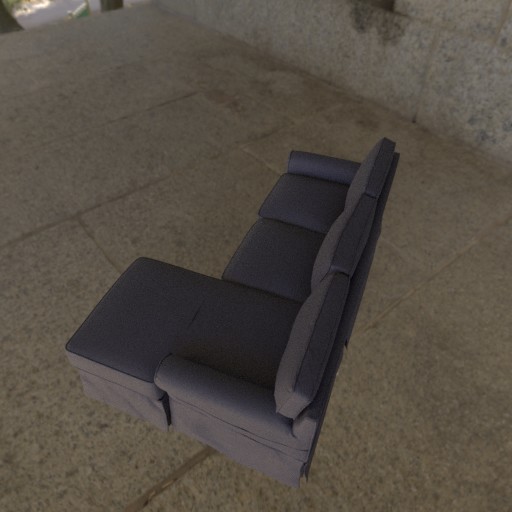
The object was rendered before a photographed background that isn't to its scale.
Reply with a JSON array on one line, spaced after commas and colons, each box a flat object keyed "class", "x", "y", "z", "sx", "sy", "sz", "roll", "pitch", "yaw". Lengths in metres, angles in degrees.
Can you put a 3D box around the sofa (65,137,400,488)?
[{"class": "sofa", "x": 0.000, "y": 0.000, "z": 3.304, "sx": 1.637, "sy": 1.039, "sz": 2.518, "roll": 16, "pitch": 48, "yaw": 15}]
